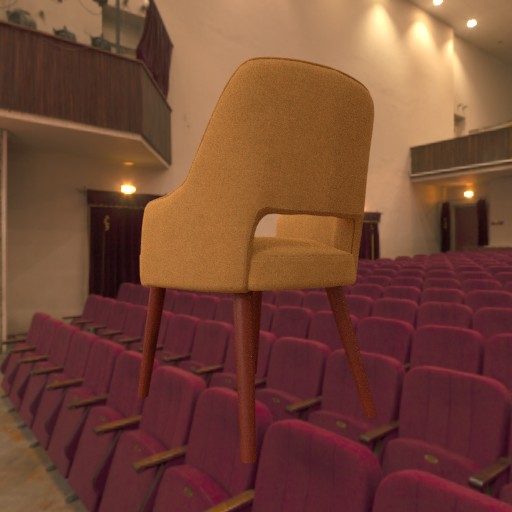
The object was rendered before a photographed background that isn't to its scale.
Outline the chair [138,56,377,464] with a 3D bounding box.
[{"bbox_3d":[0.000,0.000,1.232,0.548,0.849,0.605,0,1,-38],"label":"chair"}]
